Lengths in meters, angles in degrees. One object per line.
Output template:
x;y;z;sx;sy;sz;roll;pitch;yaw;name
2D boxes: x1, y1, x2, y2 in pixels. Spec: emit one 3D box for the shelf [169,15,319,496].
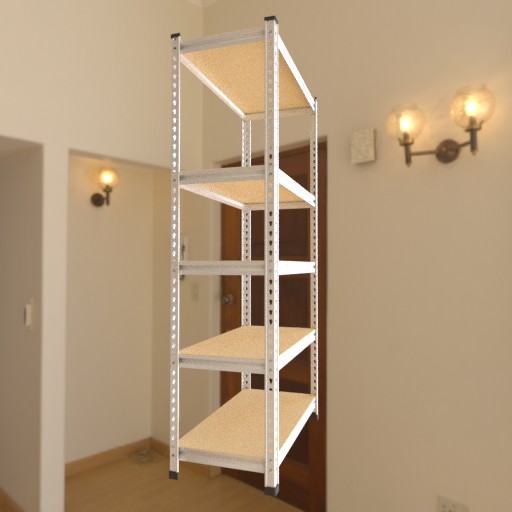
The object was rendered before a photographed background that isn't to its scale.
0.000;0.000;2.187;0.457;1.829;0.914;0;-1;18;shelf
